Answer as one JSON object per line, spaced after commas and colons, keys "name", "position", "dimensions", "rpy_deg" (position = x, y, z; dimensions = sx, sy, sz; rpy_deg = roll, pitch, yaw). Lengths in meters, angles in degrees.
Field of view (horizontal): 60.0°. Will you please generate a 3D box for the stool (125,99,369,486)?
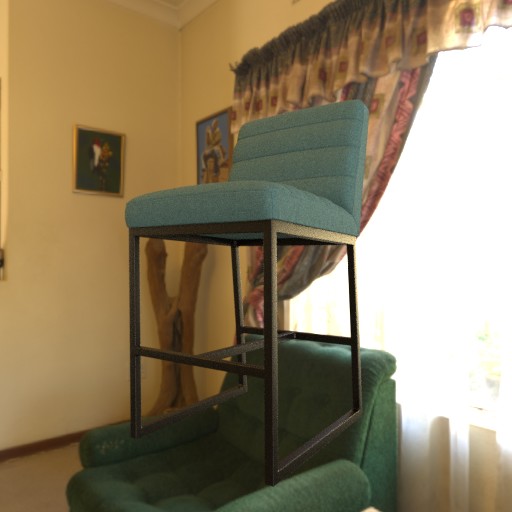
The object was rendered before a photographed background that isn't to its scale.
{"name": "stool", "position": [0.000, 0.000, 1.234], "dimensions": [0.460, 0.940, 0.560], "rpy_deg": [0, 0, 35]}
